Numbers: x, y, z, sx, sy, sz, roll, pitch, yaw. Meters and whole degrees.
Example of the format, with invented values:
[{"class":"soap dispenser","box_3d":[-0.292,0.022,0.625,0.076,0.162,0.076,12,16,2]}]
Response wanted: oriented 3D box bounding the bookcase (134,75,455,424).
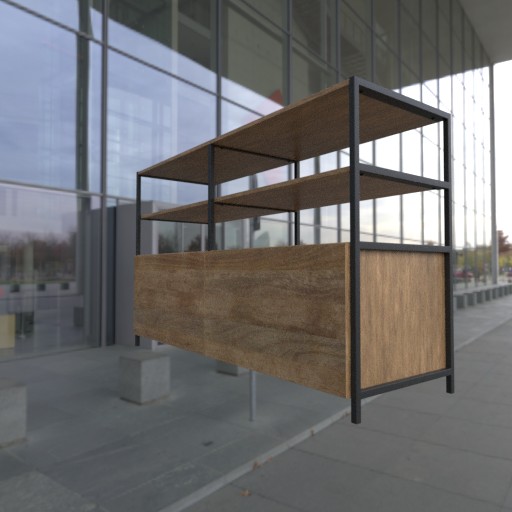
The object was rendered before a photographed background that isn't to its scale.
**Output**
[{"class":"bookcase","box_3d":[0.000,0.000,1.469,0.391,0.712,1.149,1,-2,-37]}]
